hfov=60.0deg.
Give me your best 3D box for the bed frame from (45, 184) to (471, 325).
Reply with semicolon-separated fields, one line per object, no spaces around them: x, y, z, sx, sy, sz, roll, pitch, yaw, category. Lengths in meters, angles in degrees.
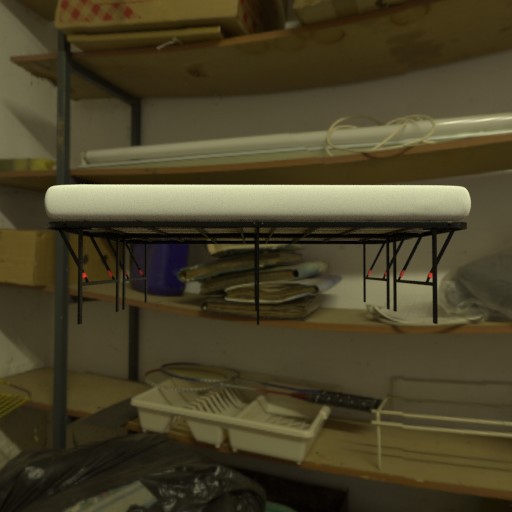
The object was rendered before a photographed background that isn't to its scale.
0.000;0.000;2.611;1.905;0.637;1.372;0;-2;-1;bed frame
